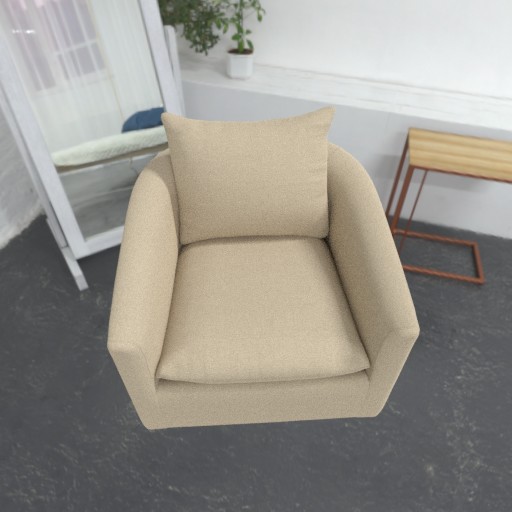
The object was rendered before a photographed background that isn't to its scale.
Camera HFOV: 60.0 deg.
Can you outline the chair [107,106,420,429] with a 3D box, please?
[{"bbox_3d":[0.000,0.000,1.574,0.845,0.848,0.910,-2,45,-2],"label":"chair"}]
